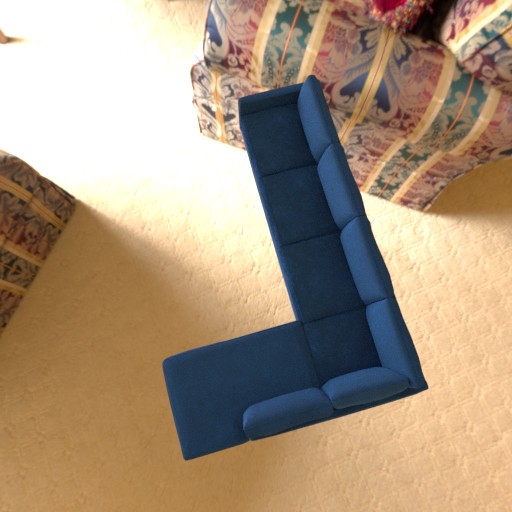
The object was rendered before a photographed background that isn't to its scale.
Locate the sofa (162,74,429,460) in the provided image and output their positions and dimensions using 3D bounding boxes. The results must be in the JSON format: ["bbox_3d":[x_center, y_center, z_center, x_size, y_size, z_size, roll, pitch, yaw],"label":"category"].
[{"bbox_3d":[0.000,0.000,3.301,1.707,0.687,2.486,-15,76,-4],"label":"sofa"}]
